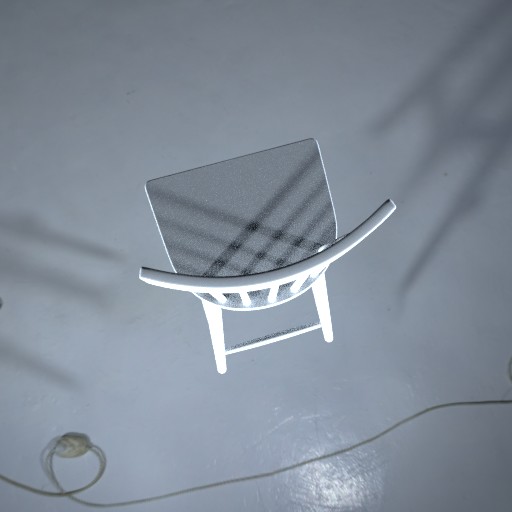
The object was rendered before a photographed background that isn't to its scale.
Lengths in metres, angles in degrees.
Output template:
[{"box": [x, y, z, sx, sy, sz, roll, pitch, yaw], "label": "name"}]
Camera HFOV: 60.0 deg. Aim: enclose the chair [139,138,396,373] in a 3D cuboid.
[{"box": [0.000, 0.000, 1.261, 0.483, 0.952, 0.572, -16, 77, -4], "label": "chair"}]
